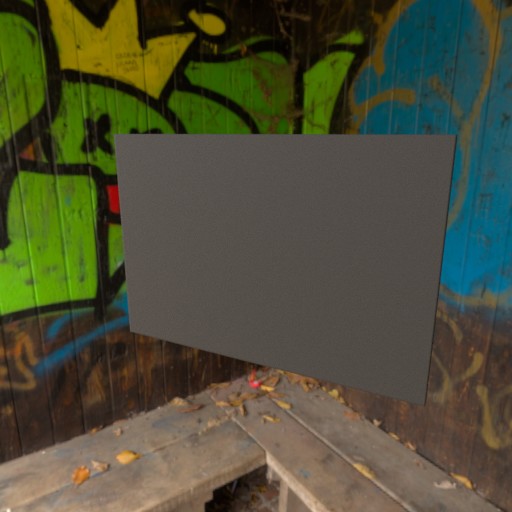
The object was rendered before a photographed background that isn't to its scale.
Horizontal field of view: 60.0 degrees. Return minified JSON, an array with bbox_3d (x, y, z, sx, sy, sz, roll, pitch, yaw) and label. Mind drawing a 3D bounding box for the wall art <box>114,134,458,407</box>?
[{"bbox_3d":[0.000,0.000,1.238,0.958,0.656,0.026,8,17,26],"label":"wall art"}]
